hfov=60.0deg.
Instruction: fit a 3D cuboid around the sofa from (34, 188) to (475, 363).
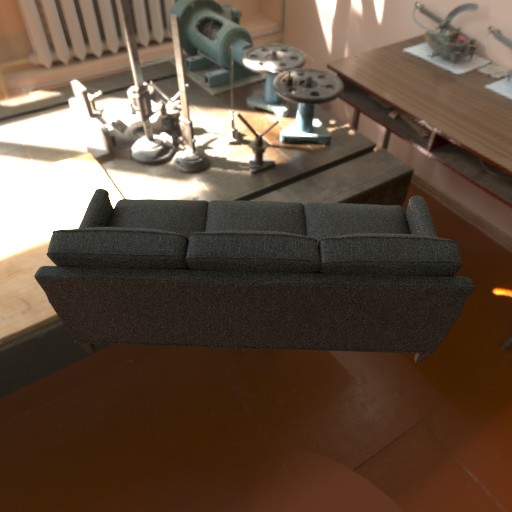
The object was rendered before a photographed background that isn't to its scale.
[{"bbox_3d":[0.000,0.000,2.778,2.246,1.003,1.084,1,46,1],"label":"sofa"}]
